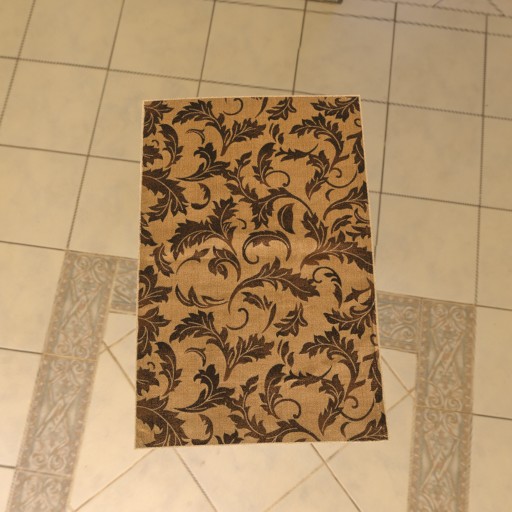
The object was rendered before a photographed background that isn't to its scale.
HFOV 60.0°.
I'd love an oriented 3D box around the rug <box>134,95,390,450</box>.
[{"bbox_3d":[0.000,0.000,2.849,1.522,0.008,2.284,-2,78,0],"label":"rug"}]
